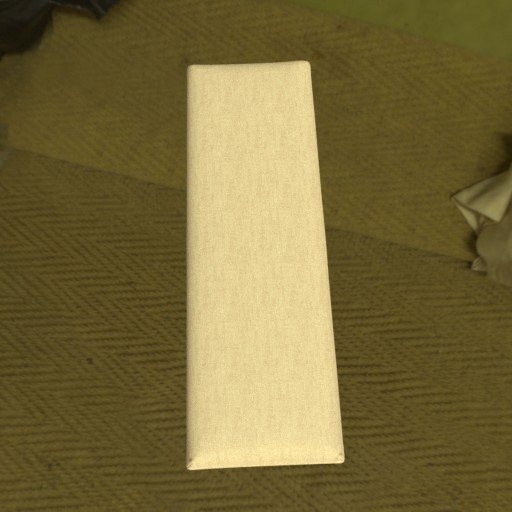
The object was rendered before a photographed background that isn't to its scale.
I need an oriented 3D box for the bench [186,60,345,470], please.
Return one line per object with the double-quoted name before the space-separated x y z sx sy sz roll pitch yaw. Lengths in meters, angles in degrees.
"bench" 0.000 0.000 1.461 0.410 0.457 1.219 -2 74 -1
